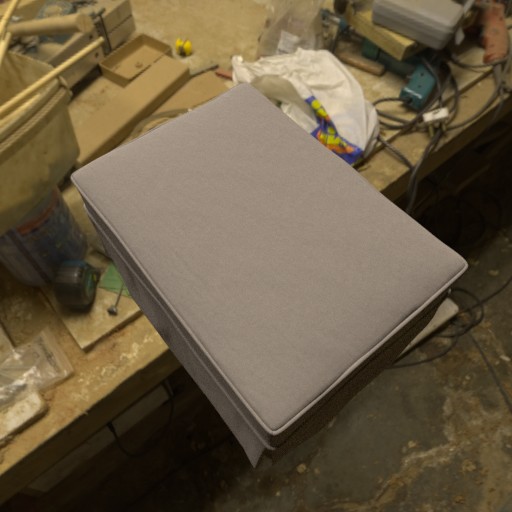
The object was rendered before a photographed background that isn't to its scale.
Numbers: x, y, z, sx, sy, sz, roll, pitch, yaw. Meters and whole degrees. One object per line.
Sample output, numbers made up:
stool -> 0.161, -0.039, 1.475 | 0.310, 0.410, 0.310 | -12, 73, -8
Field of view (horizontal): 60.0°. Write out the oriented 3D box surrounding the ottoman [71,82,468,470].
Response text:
ottoman -> 0.000, 0.000, 1.325 | 0.703, 0.479, 0.944 | -35, 64, -19
